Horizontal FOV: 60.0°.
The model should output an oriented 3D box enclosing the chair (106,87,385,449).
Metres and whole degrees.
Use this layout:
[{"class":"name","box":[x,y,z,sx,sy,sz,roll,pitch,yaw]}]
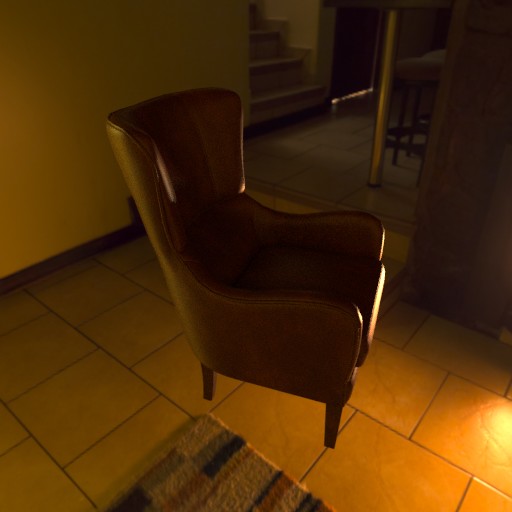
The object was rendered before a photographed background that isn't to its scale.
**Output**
[{"class":"chair","box":[0.000,0.000,1.629,0.914,1.048,0.692,10,32,17]}]
